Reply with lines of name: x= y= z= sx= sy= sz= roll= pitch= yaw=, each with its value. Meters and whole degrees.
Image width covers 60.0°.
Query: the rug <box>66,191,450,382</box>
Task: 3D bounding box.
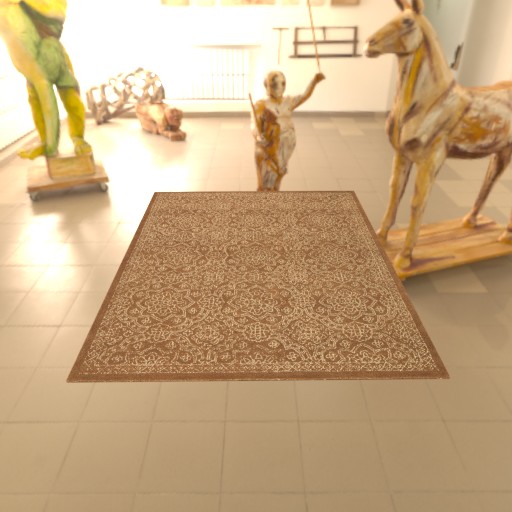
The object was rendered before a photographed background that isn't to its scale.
rug: x=0.000 y=0.000 z=4.113 sx=2.441 sy=0.015 sz=3.050 roll=0 pitch=31 yaw=-1
